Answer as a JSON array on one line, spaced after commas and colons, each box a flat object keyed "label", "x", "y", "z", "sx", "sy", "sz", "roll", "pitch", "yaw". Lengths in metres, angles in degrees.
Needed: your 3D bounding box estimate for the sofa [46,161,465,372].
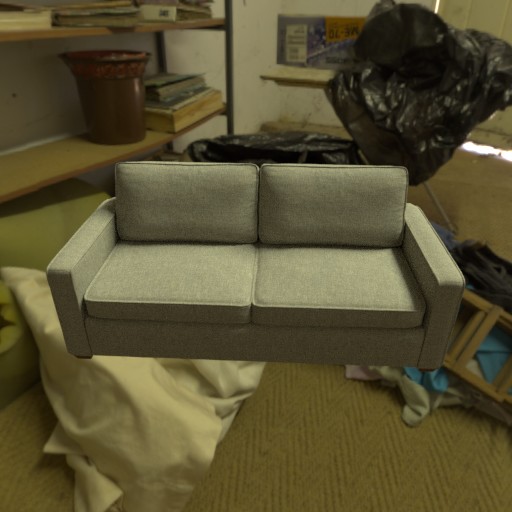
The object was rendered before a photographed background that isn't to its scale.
[{"label": "sofa", "x": 0.000, "y": 0.000, "z": 2.606, "sx": 2.078, "sy": 0.918, "sz": 0.945, "roll": 2, "pitch": 30, "yaw": 3}]
